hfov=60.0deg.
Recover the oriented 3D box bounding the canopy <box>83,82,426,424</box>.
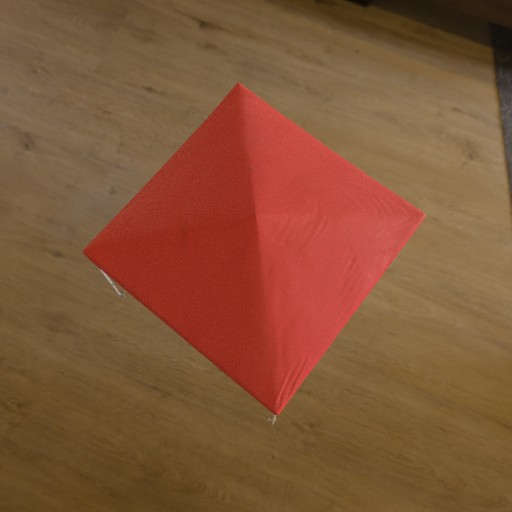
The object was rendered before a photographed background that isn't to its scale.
[{"bbox_3d":[0.000,0.000,6.467,3.599,3.600,3.600,38,79,9],"label":"canopy"}]
